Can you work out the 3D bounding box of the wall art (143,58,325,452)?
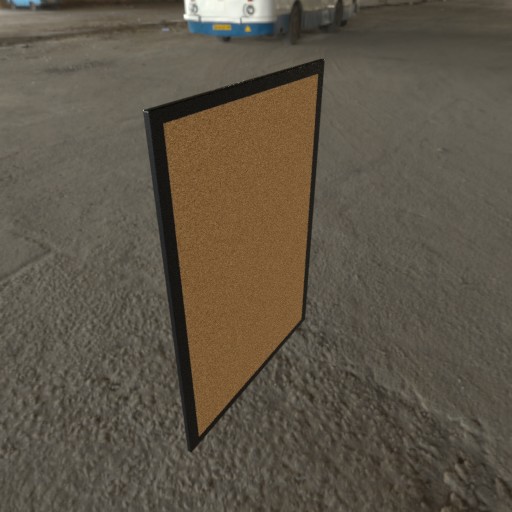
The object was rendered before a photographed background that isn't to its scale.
[{"bbox_3d":[0.000,0.000,1.280,0.013,0.967,0.707,19,37,28],"label":"wall art"}]
